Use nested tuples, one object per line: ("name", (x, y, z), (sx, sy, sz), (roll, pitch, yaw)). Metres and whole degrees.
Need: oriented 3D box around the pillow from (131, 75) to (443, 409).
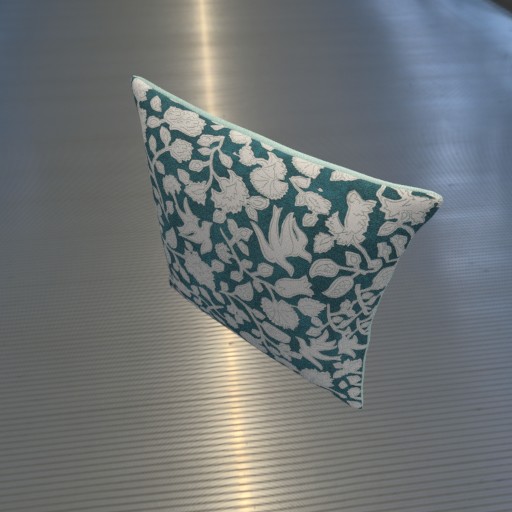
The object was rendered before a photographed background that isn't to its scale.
("pillow", (0.000, 0.000, 0.787), (0.525, 0.508, 0.166), (29, 52, 25))
